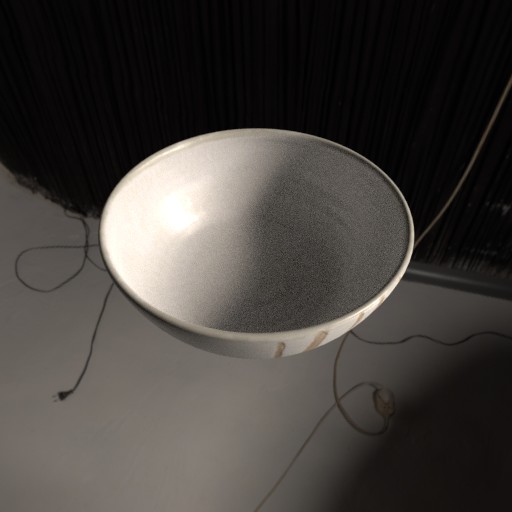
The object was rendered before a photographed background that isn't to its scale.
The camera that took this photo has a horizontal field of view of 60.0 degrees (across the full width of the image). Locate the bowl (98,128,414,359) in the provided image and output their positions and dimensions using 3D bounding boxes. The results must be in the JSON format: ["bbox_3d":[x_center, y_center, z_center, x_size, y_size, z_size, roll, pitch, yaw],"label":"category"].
[{"bbox_3d":[0.000,0.000,0.429,0.268,0.121,0.268,0,46,0],"label":"bowl"}]
